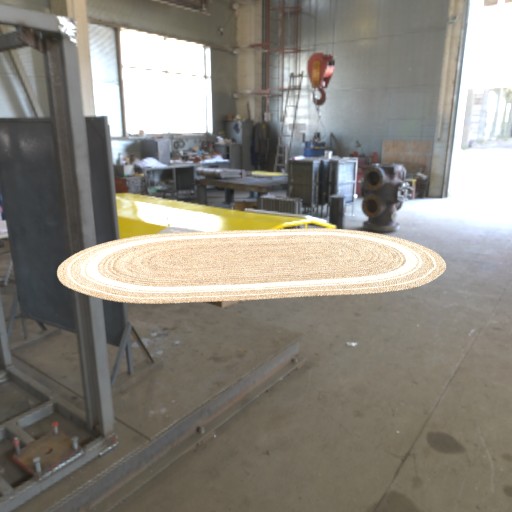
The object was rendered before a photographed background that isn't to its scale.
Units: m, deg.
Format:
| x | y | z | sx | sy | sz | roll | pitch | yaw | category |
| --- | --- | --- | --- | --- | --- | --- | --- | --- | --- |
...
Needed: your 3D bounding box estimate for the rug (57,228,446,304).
| x | y | z | sx | sy | sz | roll | pitch | yaw | category |
| --- | --- | --- | --- | --- | --- | --- | --- | --- | --- |
| 0.000 | 0.000 | 2.911 | 2.432 | 0.006 | 1.520 | -2 | 16 | -8 | rug |
